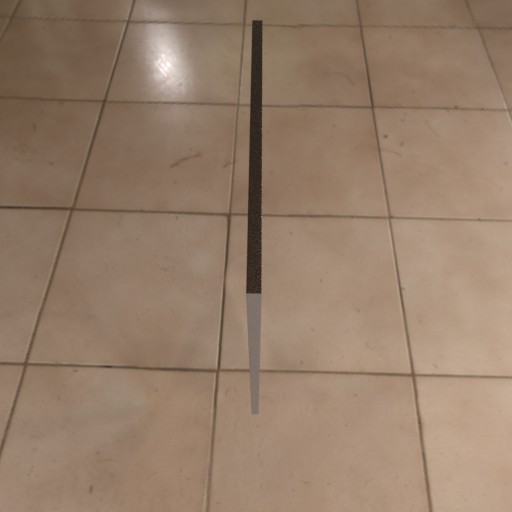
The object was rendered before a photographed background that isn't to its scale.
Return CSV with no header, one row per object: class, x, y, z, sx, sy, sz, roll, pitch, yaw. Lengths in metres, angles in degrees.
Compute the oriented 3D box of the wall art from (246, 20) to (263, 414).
wall art,0.000,0.000,0.689,0.013,0.529,0.376,0,60,0
